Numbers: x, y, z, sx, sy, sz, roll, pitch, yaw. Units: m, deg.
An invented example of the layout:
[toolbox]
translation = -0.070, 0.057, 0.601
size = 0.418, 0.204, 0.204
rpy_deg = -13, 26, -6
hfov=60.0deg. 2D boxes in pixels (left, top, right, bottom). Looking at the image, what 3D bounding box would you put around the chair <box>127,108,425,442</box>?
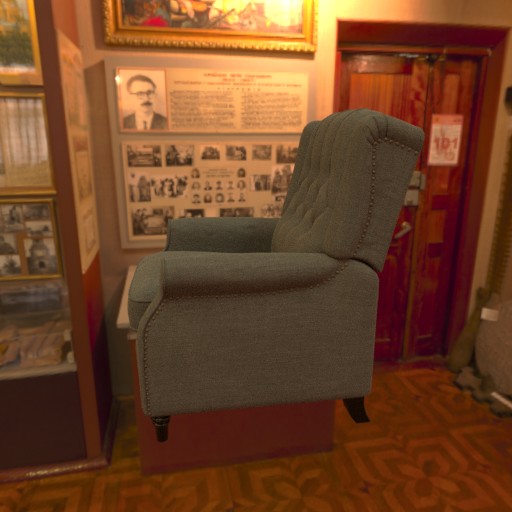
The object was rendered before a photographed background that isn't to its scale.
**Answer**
[chair]
translation = 0.000, 0.000, 1.637
size = 0.898, 1.035, 0.742
rpy_deg = -2, 15, -9
